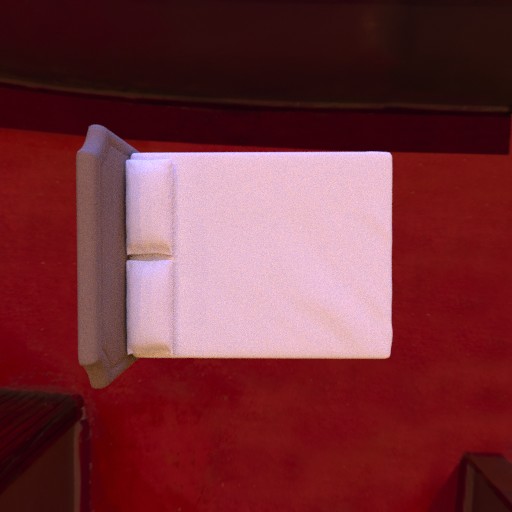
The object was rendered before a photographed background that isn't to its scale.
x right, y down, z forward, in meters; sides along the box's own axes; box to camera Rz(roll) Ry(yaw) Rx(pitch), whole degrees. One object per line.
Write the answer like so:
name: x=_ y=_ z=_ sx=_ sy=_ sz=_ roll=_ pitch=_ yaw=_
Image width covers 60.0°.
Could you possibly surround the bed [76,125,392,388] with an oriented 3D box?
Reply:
bed: x=0.000 y=0.000 z=3.239 sx=2.116 sy=1.290 sz=1.693 roll=0 pitch=91 yaw=1
